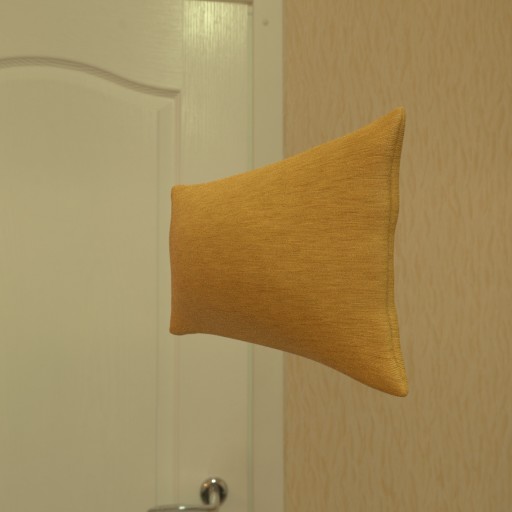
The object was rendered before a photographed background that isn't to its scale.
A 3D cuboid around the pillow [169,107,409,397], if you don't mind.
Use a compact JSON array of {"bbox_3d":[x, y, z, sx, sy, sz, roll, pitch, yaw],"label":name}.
[{"bbox_3d":[0.000,0.000,0.794,0.210,0.354,0.634,1,-2,-36],"label":"pillow"}]
